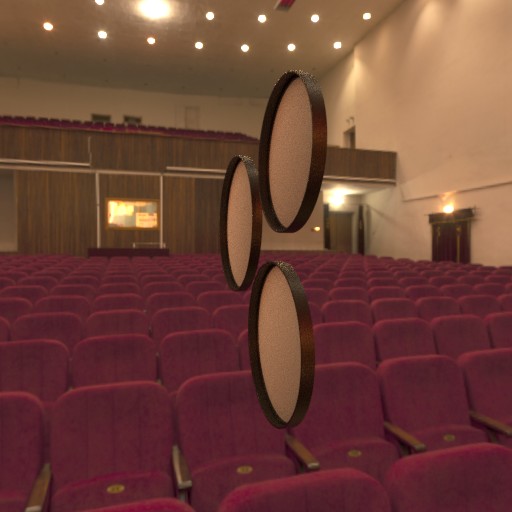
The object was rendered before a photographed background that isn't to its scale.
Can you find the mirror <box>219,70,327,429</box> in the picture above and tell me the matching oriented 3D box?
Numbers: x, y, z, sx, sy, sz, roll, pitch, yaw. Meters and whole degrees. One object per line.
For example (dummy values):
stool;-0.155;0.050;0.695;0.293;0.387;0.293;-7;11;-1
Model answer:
mirror;0.000;0.000;3.190;0.076;2.096;2.160;0;0;-17
